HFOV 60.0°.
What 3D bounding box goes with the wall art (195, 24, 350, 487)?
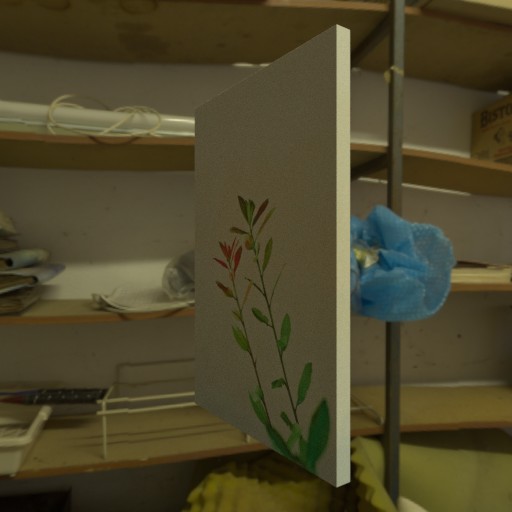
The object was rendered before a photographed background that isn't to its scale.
[{"bbox_3d":[0.000,0.000,1.137,0.039,0.915,0.612,0,0,-35],"label":"wall art"}]
